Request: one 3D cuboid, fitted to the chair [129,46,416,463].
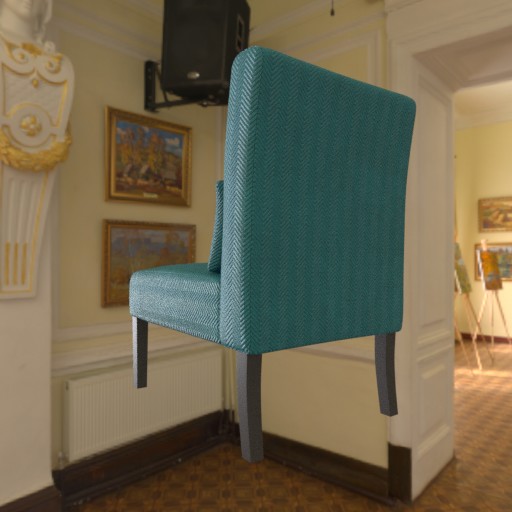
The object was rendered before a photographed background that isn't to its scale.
[{"bbox_3d":[0.000,0.000,1.423,0.579,0.927,0.808,0,0,-36],"label":"chair"}]
